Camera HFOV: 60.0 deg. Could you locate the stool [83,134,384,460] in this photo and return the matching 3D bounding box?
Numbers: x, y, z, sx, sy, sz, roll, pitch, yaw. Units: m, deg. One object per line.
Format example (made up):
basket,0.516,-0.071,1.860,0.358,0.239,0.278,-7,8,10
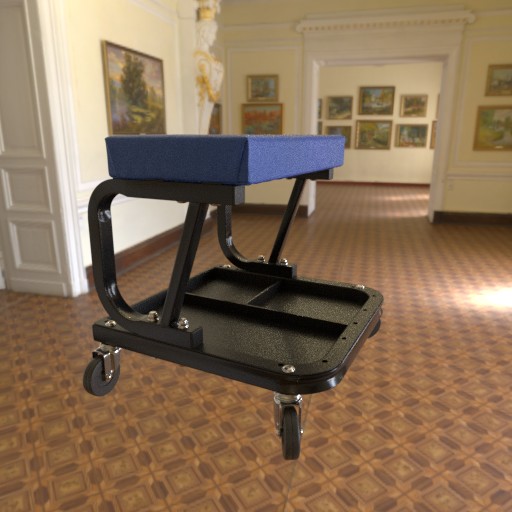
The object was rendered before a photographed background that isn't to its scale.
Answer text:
stool,0.000,0.000,0.719,0.371,0.380,0.446,8,17,26
